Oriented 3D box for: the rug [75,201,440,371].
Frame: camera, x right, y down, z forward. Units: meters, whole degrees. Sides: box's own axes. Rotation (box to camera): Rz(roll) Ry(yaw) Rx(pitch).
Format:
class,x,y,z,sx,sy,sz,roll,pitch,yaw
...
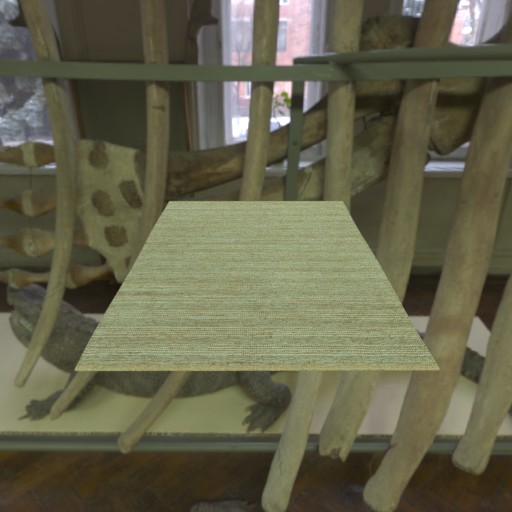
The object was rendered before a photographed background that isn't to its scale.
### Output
class,x,y,z,sx,sy,sz,roll,pitch,yaw
rug,0.000,0.000,2.321,1.240,0.010,1.824,0,25,0
